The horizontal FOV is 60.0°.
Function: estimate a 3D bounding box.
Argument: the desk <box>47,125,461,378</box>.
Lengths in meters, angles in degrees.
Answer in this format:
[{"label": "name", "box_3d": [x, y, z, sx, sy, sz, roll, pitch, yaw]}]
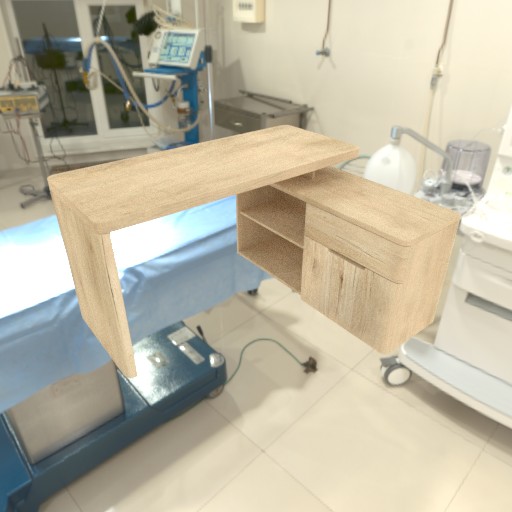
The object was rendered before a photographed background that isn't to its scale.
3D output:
[{"label": "desk", "box_3d": [0.000, 0.000, 2.086, 1.400, 0.770, 1.175, -22, 37, -32]}]
